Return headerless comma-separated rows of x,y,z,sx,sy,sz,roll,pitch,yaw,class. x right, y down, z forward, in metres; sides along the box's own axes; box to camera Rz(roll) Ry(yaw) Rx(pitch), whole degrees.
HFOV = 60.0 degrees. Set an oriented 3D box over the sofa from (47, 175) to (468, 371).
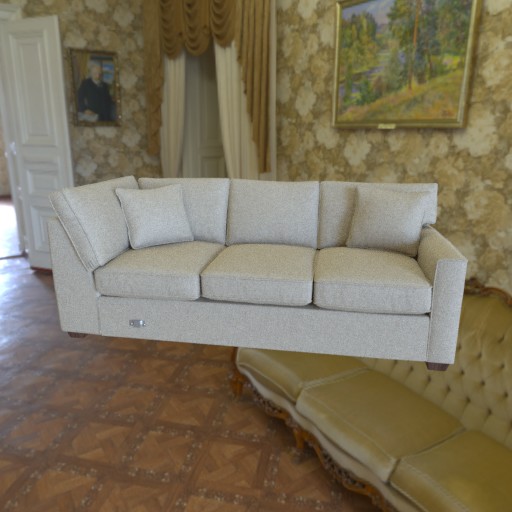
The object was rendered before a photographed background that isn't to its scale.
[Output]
0.000,0.000,2.891,2.323,0.948,1.053,3,15,10,sofa
